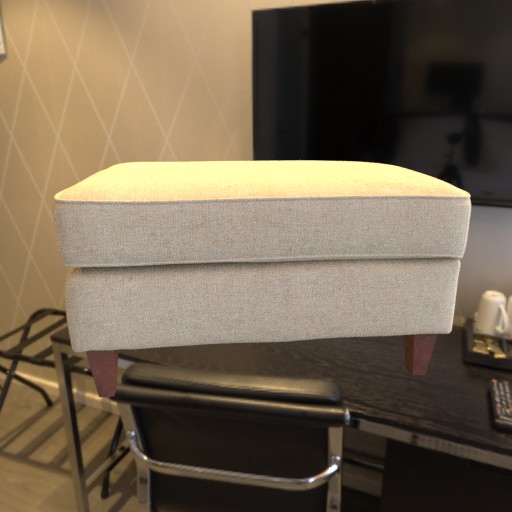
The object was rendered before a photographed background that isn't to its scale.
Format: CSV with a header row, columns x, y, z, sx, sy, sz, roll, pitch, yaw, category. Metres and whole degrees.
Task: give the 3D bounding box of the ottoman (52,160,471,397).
x,y,z,sx,sy,sz,roll,pitch,yaw,category
0.000,0.000,1.186,0.862,0.484,0.583,-2,17,-7,ottoman
